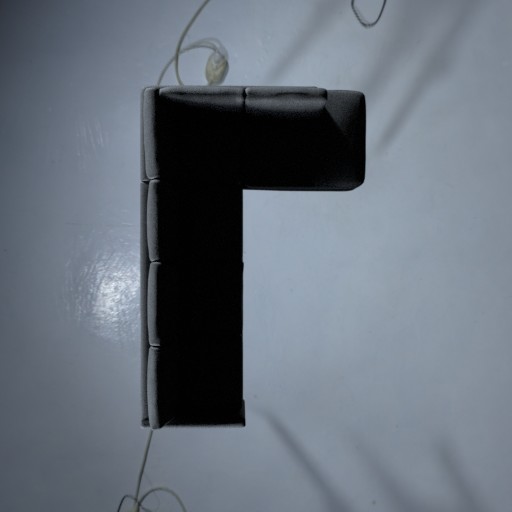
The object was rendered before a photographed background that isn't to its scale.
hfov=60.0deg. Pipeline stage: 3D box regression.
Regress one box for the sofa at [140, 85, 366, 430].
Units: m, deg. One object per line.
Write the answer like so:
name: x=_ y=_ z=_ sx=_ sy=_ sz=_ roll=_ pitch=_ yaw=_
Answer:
sofa: x=0.000 y=0.000 z=3.979 sx=1.984 sy=0.858 sz=2.972 roll=0 pitch=90 yaw=-2
